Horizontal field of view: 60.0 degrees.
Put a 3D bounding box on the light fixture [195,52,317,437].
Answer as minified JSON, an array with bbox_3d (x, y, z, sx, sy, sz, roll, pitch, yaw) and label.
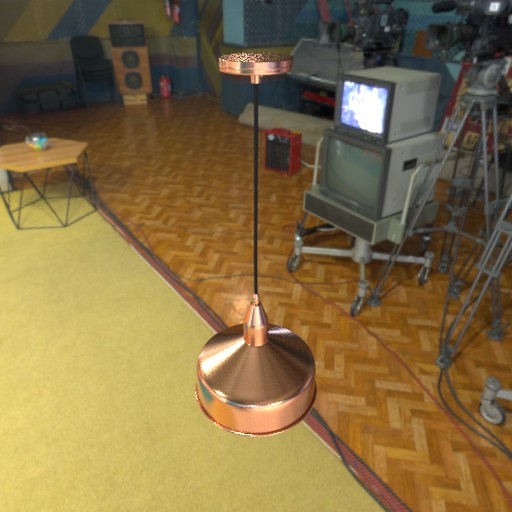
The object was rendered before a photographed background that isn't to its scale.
[{"bbox_3d":[0.000,0.000,0.914,0.301,0.754,0.301,8,32,14],"label":"light fixture"}]
